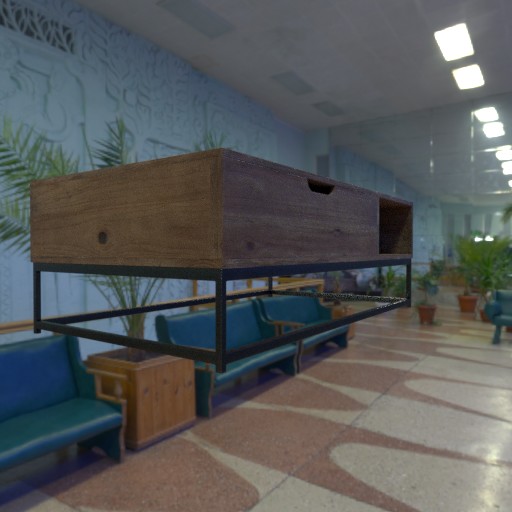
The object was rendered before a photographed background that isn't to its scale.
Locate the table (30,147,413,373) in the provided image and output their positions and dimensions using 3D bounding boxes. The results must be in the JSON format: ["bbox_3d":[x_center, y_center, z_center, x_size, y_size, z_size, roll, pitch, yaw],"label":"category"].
[{"bbox_3d":[0.000,0.000,1.404,0.655,0.395,1.101,1,1,36],"label":"table"}]
